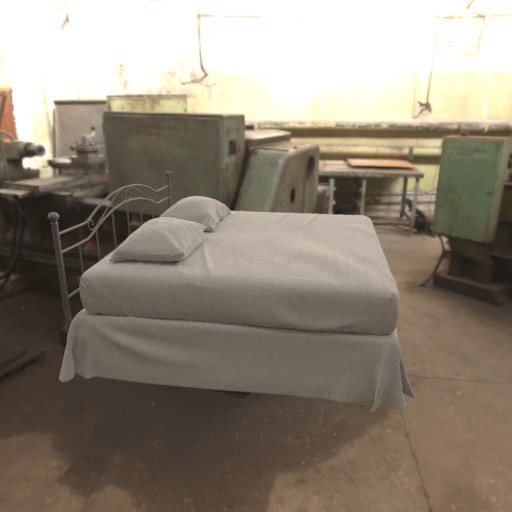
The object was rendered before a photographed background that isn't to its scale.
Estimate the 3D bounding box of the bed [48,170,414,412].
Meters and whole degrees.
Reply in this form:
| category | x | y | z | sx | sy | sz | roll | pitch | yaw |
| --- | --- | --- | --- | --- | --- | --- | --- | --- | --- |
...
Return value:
| category | x | y | z | sx | sy | sz | roll | pitch | yaw |
| --- | --- | --- | --- | --- | --- | --- | --- | --- | --- |
| bed | 0.000 | 0.000 | 3.574 | 2.220 | 1.080 | 2.309 | 3 | 18 | 9 |
